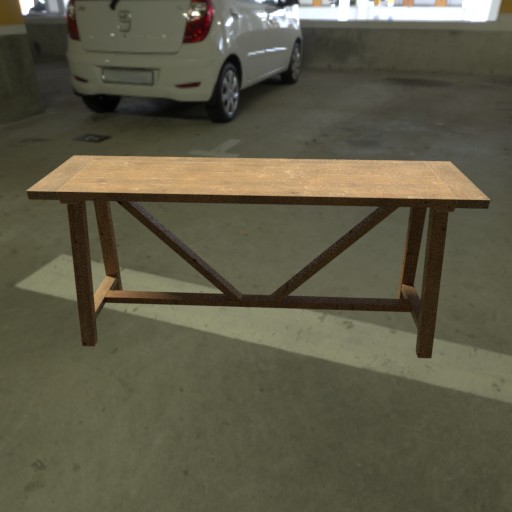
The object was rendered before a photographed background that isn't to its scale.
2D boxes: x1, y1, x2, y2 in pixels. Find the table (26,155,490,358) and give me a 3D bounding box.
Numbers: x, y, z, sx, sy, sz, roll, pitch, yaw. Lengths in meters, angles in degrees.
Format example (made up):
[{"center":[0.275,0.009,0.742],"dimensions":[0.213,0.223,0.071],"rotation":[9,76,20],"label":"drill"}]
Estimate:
[{"center":[0.000,0.000,2.119],"dimensions":[1.800,0.810,0.465],"rotation":[1,30,3],"label":"table"}]
